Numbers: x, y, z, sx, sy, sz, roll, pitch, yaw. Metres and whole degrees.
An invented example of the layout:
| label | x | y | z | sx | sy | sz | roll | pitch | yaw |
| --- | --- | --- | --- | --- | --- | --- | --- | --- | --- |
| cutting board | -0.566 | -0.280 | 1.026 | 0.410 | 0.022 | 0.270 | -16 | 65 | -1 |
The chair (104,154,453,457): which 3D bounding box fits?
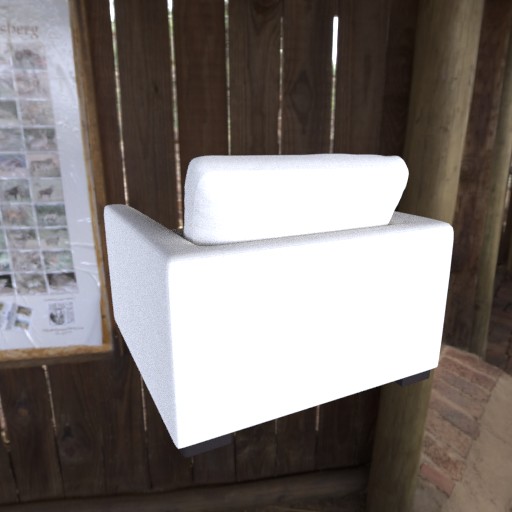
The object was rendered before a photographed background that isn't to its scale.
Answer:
| label | x | y | z | sx | sy | sz | roll | pitch | yaw |
| --- | --- | --- | --- | --- | --- | --- | --- | --- | --- |
| chair | 0.000 | 0.000 | 1.883 | 1.070 | 0.876 | 1.100 | -8 | 17 | -26 |
